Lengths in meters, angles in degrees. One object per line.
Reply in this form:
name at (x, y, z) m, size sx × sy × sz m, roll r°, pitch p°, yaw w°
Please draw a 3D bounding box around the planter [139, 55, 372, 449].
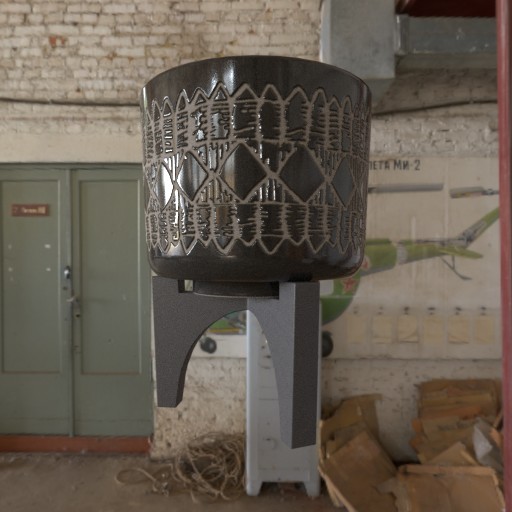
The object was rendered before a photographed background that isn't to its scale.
planter at (0.000, 0.000, 0.386) m, size 0.196 × 0.264 × 0.196 m, roll 0°, pitch 0°, yaw 37°
